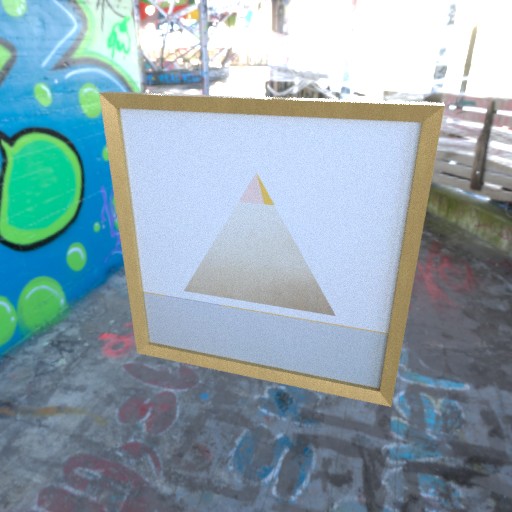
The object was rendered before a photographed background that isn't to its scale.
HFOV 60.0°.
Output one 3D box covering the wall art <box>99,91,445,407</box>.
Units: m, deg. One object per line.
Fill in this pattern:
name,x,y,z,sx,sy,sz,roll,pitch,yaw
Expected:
wall art,0.000,0.000,2.859,1.935,1.936,0.097,8,27,15
